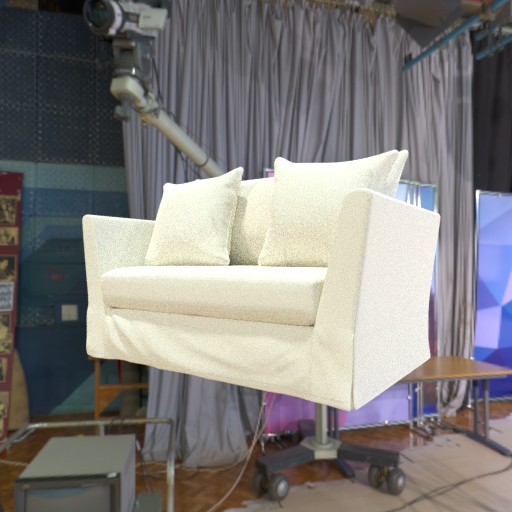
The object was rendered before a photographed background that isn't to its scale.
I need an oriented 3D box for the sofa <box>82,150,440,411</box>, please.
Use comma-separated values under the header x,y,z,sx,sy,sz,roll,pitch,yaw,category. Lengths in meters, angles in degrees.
x,y,z,sx,sy,sz,roll,pitch,yaw,category
0.000,0.000,2.305,1.608,1.039,1.026,0,-1,35,sofa
